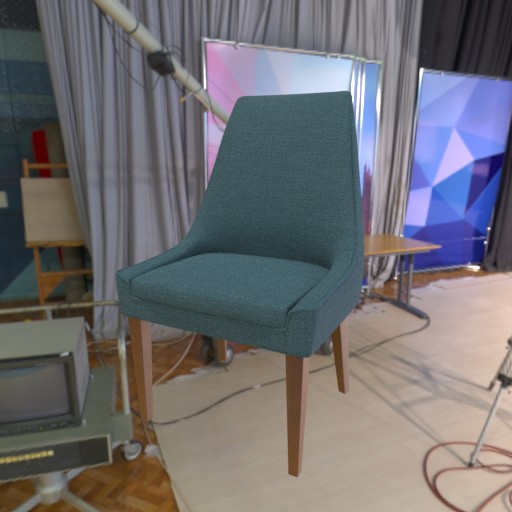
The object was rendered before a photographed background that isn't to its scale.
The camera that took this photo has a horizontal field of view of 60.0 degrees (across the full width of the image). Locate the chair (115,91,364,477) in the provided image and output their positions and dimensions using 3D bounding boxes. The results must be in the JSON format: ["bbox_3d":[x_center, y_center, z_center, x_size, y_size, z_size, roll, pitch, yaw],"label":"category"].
[{"bbox_3d":[0.000,0.000,1.188,0.529,0.861,0.544,8,16,27],"label":"chair"}]
